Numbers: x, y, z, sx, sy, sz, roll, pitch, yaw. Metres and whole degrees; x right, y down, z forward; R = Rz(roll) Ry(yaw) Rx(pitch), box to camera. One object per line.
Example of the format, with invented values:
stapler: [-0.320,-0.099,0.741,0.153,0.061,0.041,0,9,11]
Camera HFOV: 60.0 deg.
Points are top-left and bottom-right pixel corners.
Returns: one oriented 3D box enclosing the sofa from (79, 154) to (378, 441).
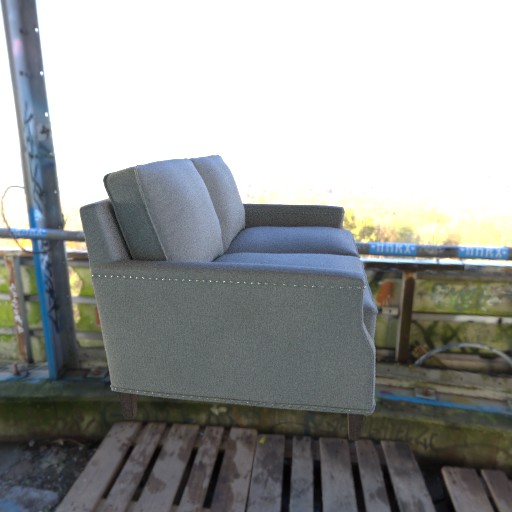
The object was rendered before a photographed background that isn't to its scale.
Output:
sofa: [0.000,0.000,2.295,1.084,1.003,1.597,2,15,8]
